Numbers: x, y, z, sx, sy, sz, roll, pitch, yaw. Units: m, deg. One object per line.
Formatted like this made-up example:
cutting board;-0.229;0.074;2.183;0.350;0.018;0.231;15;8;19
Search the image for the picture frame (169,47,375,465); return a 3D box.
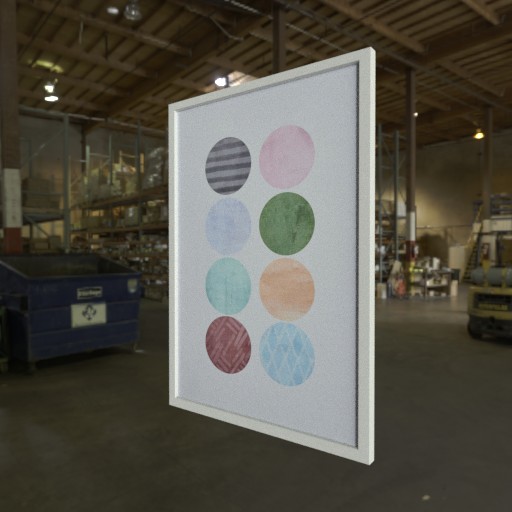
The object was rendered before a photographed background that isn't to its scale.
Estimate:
picture frame;0.000;0.000;0.556;0.305;0.434;0.013;1;1;37
